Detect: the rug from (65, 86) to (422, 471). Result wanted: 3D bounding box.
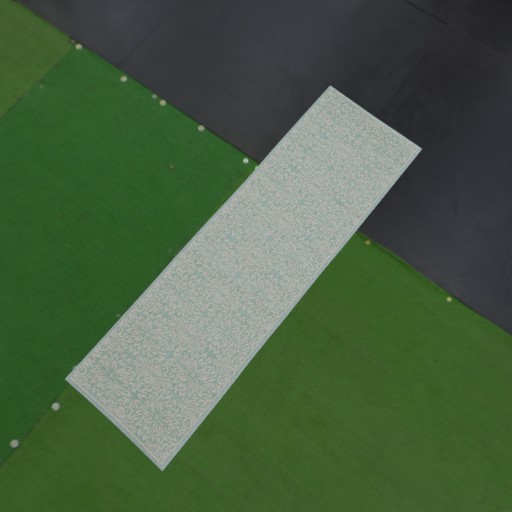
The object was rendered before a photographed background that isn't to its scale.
[{"bbox_3d":[0.000,0.000,2.377,0.662,0.011,2.196,39,78,10],"label":"rug"}]
